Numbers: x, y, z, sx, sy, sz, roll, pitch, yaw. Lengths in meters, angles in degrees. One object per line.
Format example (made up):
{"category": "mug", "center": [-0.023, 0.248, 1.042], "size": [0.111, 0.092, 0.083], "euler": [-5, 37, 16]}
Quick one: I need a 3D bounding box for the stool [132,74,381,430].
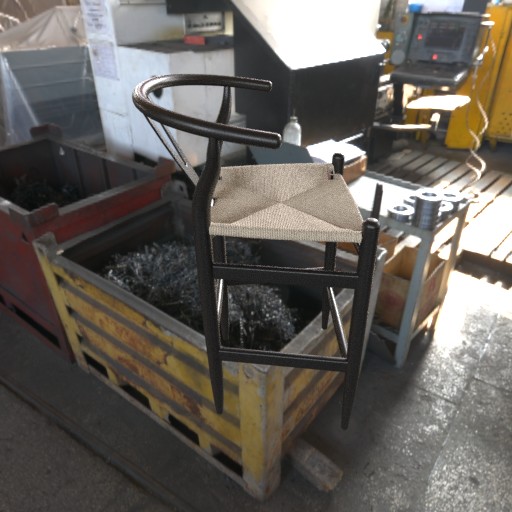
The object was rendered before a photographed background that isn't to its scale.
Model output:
{"category": "stool", "center": [0.000, 0.000, 1.316], "size": [0.579, 0.970, 0.569], "euler": [0, 32, 0]}
